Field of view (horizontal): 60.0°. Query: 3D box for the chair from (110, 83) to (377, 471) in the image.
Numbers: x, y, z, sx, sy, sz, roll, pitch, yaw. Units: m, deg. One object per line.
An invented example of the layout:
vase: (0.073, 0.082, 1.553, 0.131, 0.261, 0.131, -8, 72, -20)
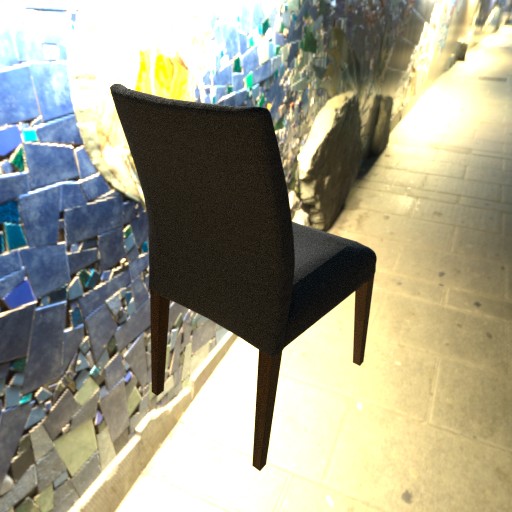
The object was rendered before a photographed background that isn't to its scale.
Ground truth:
chair: (0.000, 0.000, 1.248, 0.496, 0.940, 0.585, 22, 37, 33)
